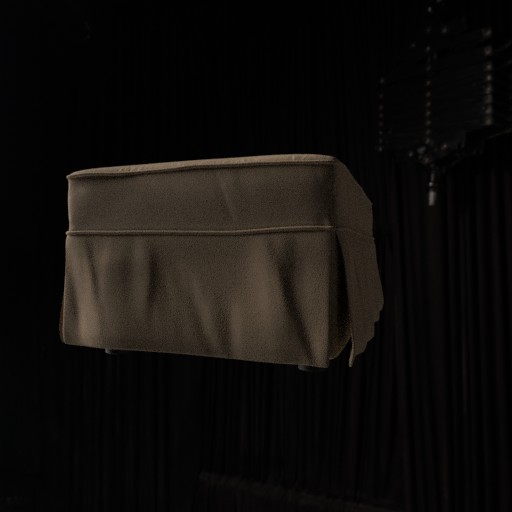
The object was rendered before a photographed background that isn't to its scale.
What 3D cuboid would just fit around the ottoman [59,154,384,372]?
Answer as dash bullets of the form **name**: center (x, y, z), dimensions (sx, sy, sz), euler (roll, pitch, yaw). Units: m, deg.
- **ottoman**: center (0.000, 0.000, 1.363), dimensions (0.721, 0.482, 0.959), euler (0, 1, 19)
